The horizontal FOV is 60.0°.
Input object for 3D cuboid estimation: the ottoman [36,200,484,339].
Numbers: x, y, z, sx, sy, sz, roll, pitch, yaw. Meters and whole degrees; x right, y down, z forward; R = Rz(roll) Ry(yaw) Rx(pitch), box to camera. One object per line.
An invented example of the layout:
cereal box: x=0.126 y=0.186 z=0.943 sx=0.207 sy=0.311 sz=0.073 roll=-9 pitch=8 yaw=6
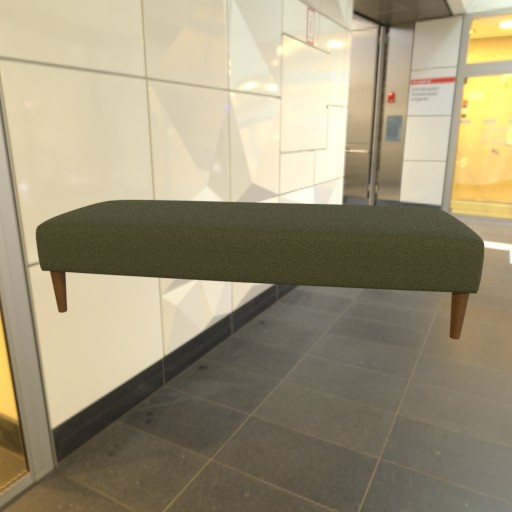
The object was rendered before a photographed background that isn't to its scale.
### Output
ottoman: x=0.000 y=0.000 z=1.878 sx=1.609 sy=0.393 sz=0.646 roll=2 pitch=16 yaw=9
